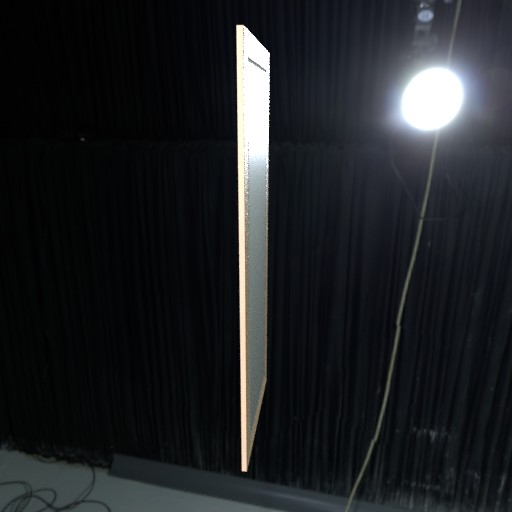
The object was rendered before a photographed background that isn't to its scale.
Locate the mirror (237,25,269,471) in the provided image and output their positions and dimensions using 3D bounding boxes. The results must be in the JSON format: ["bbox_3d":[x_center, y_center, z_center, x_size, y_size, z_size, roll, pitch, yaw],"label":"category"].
[{"bbox_3d":[0.000,0.000,2.313,0.026,2.031,0.812,3,18,8],"label":"mirror"}]
